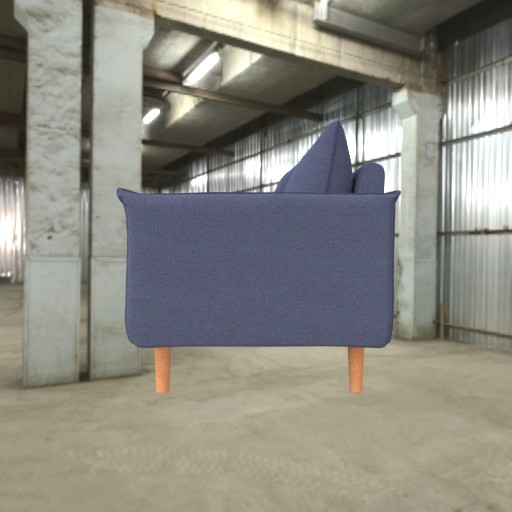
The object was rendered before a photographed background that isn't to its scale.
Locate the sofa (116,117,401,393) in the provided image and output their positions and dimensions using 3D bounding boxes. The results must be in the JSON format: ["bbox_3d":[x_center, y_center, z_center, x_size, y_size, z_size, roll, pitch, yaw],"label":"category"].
[{"bbox_3d":[0.000,0.000,1.890,0.820,0.840,1.300,0,0,0],"label":"sofa"}]
